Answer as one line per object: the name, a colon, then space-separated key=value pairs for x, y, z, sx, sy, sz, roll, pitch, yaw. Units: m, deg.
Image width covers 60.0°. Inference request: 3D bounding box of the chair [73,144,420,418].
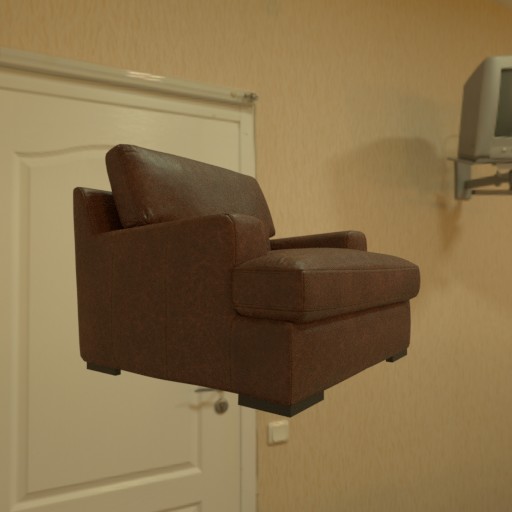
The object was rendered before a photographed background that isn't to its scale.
chair: x=0.000 y=0.000 z=1.988 sx=1.143 sy=0.939 sz=1.168 roll=-1 pitch=-1 yaw=36
